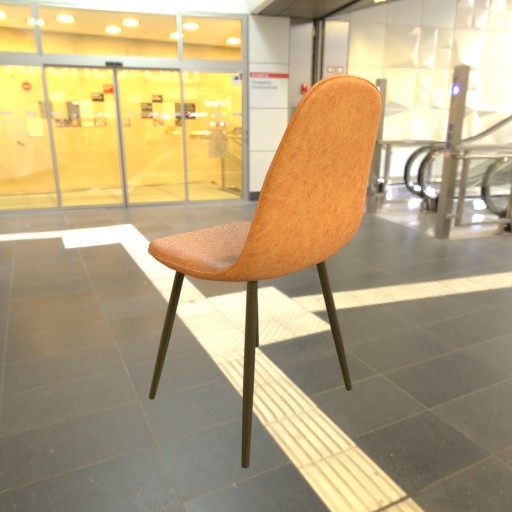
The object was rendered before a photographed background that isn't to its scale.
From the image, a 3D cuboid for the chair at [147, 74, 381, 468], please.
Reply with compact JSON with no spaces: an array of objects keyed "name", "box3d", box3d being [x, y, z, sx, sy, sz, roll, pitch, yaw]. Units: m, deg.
[{"name":"chair","box3d":[0.000,0.000,1.220,0.561,0.889,0.472,16,23,42]}]
